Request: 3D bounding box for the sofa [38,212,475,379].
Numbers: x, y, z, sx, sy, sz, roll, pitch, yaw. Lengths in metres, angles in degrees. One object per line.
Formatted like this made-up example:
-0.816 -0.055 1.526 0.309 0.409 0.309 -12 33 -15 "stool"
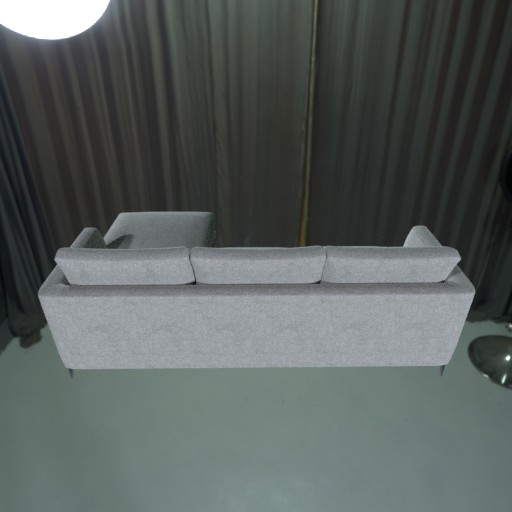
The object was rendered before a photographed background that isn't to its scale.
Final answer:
0.000 0.000 3.186 2.438 0.864 1.626 0 29 -1 "sofa"
